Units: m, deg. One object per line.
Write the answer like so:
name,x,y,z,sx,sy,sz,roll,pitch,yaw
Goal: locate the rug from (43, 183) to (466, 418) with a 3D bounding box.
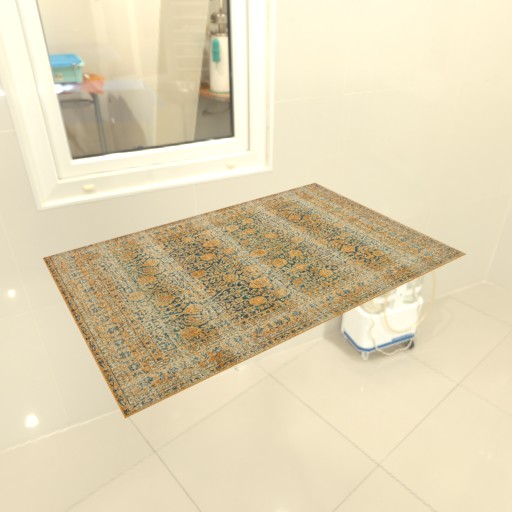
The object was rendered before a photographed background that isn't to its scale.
rug,0.000,0.000,2.919,2.336,0.007,1.525,-19,36,-29
